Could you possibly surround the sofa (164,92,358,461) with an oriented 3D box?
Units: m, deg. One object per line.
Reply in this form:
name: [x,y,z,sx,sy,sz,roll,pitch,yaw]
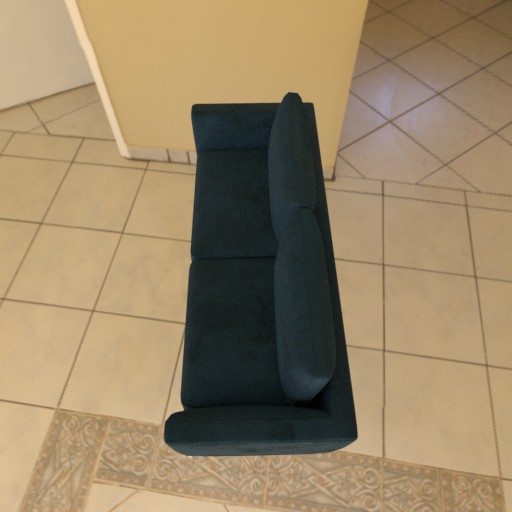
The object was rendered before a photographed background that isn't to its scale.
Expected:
sofa: [0.000,0.000,2.700,0.853,0.998,2.212,-1,58,-1]
